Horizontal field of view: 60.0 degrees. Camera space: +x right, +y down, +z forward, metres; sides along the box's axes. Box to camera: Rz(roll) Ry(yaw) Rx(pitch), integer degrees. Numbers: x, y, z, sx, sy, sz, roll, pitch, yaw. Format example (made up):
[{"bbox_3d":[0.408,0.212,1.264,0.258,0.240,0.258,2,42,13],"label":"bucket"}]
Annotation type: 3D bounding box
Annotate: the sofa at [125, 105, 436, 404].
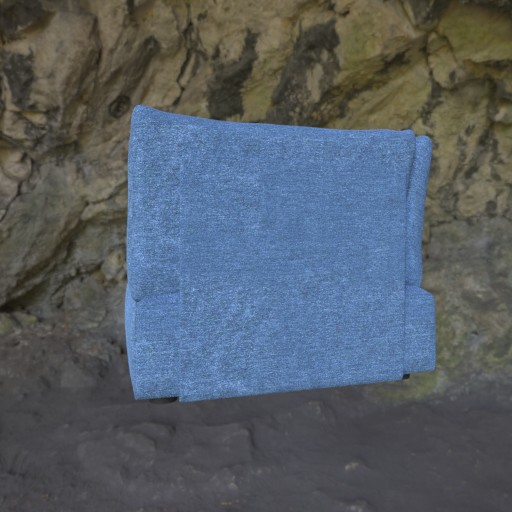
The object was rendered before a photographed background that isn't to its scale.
[{"bbox_3d":[0.000,0.000,1.760,1.000,0.820,1.000,0,1,-17],"label":"sofa"}]
